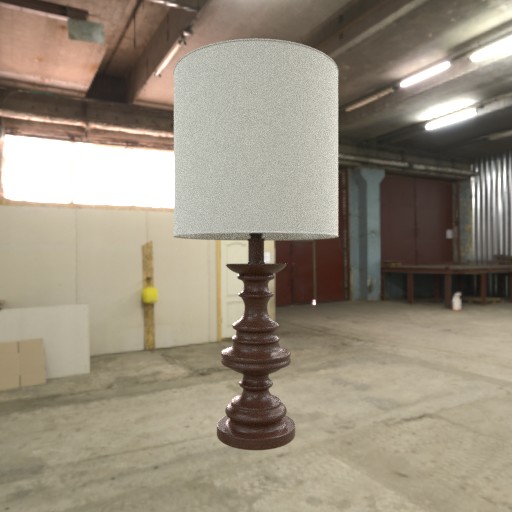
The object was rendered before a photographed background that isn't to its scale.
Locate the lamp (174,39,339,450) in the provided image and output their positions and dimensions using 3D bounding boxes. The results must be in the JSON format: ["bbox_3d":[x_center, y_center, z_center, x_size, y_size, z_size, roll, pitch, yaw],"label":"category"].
[{"bbox_3d":[0.000,0.000,0.568,0.208,0.455,0.208,0,0,-1],"label":"lamp"}]
